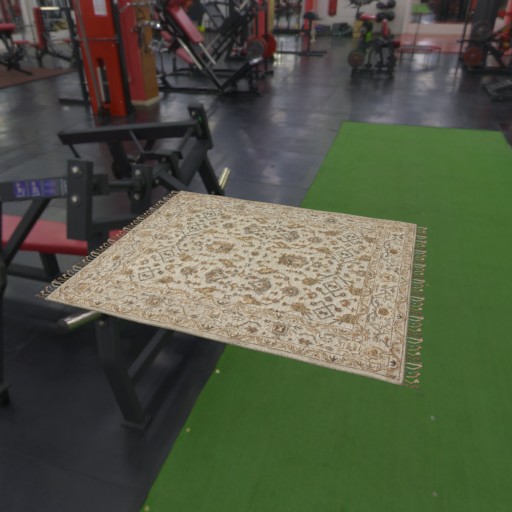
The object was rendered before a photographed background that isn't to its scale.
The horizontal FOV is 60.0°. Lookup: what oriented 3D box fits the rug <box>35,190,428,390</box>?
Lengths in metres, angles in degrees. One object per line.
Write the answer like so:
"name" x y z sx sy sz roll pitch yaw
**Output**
"rug" 0.000 0.000 4.208 3.061 0.034 2.426 10 32 16
